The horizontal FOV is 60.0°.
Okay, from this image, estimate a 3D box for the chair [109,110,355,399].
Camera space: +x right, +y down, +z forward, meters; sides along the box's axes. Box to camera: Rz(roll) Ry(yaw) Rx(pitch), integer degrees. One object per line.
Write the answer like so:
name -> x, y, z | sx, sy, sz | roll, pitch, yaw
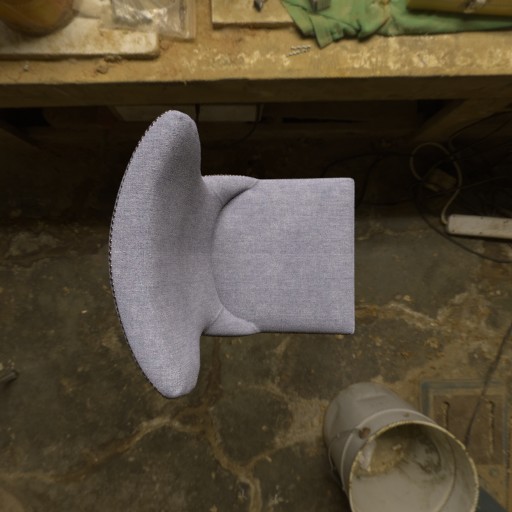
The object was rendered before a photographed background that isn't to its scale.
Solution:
chair -> 0.000, 0.000, 1.462 | 0.681, 1.002, 0.654 | 0, 90, 0
